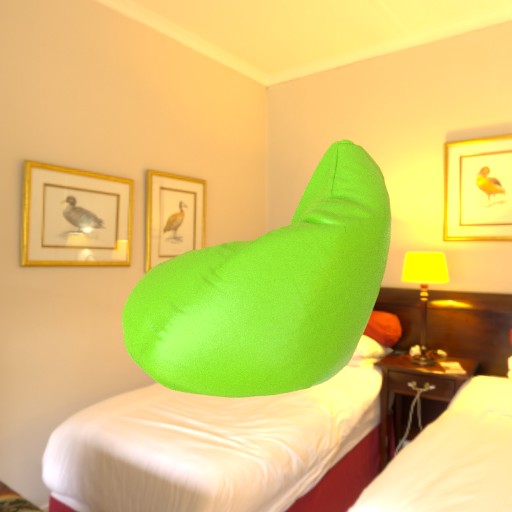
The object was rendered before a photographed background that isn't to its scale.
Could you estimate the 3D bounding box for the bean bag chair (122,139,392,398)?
[{"bbox_3d":[0.000,0.000,1.899,1.070,0.990,1.070,0,0,-1],"label":"bean bag chair"}]
